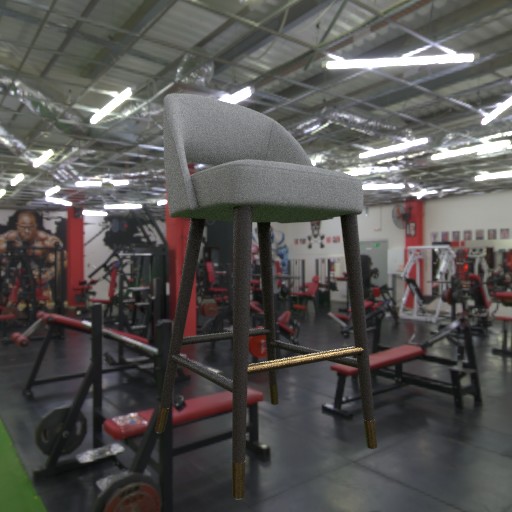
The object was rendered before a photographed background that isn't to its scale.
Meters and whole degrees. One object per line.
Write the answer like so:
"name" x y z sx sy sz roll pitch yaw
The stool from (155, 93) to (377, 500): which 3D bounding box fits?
"stool" 0.000 0.000 1.271 0.494 1.037 0.509 0 0 -35
